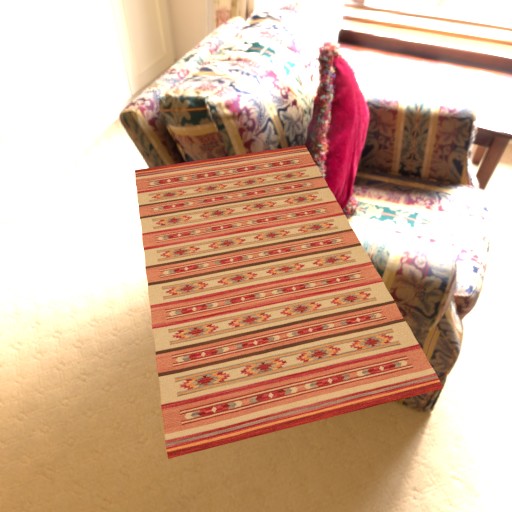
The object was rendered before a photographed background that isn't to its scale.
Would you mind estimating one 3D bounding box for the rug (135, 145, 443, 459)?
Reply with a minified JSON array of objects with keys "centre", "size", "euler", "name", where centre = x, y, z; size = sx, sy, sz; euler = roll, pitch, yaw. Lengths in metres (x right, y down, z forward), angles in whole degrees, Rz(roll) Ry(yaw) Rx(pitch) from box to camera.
[{"centre":[0.000,0.000,3.121],"size":[1.535,0.010,2.431],"euler":[-11,49,-9],"name":"rug"}]
